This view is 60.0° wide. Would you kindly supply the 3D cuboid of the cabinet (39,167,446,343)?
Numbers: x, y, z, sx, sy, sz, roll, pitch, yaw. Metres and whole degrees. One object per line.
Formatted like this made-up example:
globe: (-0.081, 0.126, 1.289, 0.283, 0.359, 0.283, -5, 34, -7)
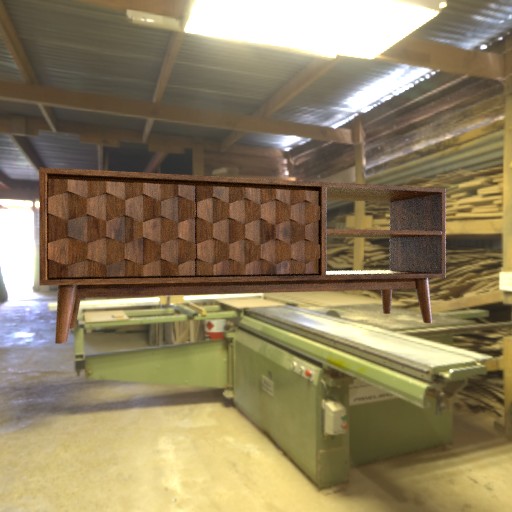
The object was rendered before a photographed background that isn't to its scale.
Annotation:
cabinet: (0.000, 0.000, 1.691, 1.448, 0.528, 0.349, 0, 0, -17)
